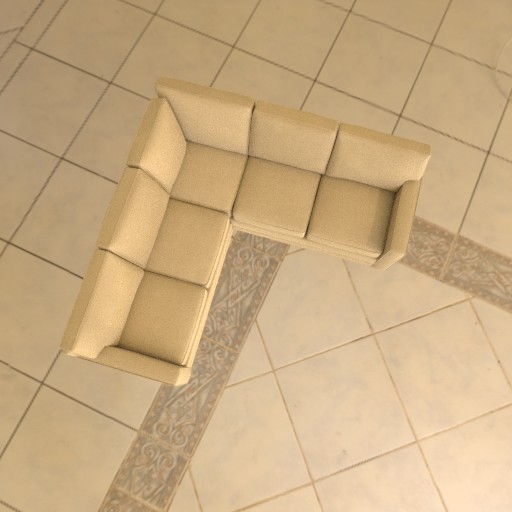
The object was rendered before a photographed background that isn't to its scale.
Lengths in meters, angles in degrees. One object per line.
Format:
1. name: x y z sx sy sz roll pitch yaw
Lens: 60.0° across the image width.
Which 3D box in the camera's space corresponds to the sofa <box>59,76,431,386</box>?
1. sofa: 0.000 0.000 3.447 2.189 0.939 2.182 15 77 4
